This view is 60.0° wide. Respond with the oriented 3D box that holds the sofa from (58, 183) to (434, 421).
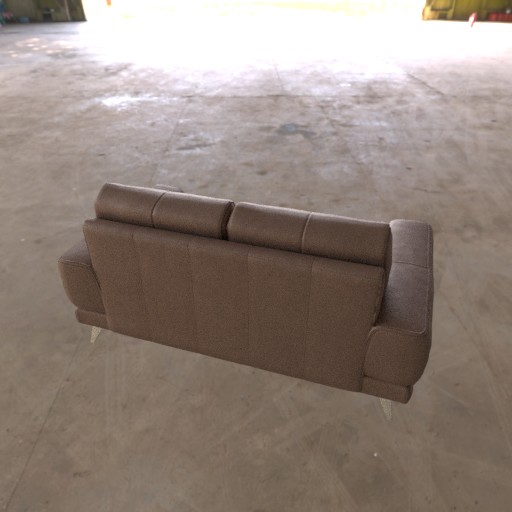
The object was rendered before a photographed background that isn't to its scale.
[{"bbox_3d":[0.000,0.000,2.390,1.806,0.907,1.018,10,34,16],"label":"sofa"}]
